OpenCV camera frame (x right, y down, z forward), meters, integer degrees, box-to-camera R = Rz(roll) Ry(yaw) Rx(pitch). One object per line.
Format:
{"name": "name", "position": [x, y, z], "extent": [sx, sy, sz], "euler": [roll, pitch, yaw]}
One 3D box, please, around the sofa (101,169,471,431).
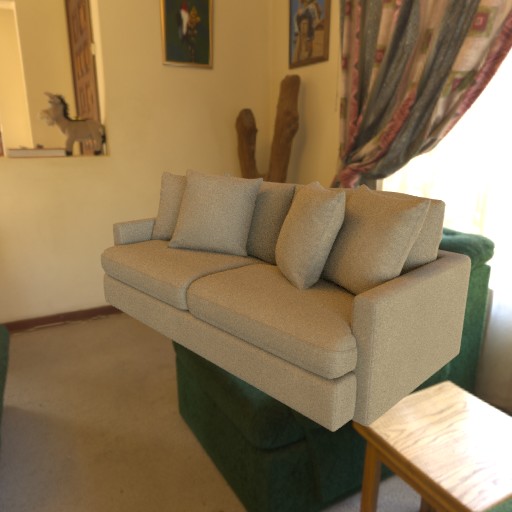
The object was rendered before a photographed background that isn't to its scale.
{"name": "sofa", "position": [0.000, 0.000, 3.006], "extent": [1.228, 1.084, 2.380], "euler": [-14, 21, -42]}
